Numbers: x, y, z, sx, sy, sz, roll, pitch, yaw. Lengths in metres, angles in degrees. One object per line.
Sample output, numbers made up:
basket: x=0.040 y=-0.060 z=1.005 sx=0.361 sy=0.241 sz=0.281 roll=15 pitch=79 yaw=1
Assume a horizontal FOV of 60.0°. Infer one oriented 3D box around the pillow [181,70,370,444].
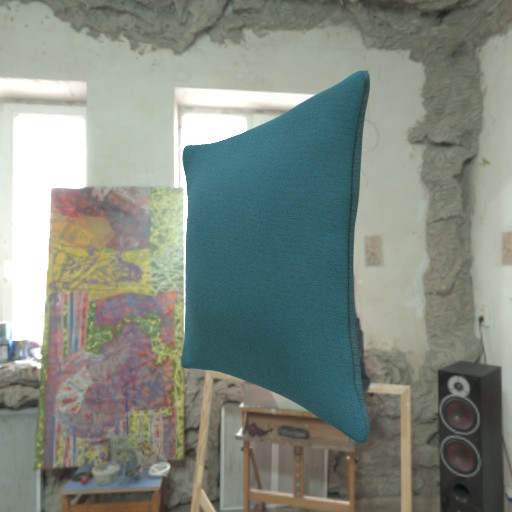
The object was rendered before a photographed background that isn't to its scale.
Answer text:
pillow: x=0.000 y=0.000 z=0.663 sx=0.151 sy=0.415 sz=0.433 roll=0 pitch=0 yaw=-37
